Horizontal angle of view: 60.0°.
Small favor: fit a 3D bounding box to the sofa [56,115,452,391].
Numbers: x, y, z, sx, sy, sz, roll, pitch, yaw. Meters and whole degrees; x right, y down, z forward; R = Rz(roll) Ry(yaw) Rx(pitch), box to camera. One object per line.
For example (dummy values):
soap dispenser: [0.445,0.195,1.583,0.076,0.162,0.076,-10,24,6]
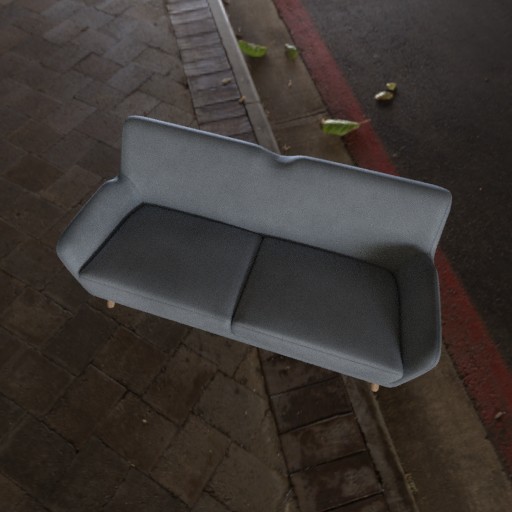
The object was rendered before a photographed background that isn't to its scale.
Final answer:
sofa: [0.000,0.000,2.332,1.870,0.810,0.850,16,60,9]
